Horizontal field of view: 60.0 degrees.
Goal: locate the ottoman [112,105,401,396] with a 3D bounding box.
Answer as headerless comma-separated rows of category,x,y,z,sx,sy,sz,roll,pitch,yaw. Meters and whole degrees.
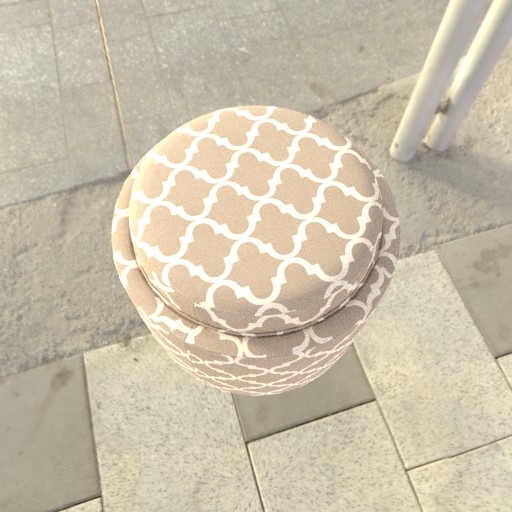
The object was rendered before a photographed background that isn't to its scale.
ottoman,0.000,0.000,0.856,0.480,0.429,0.480,0,63,0
